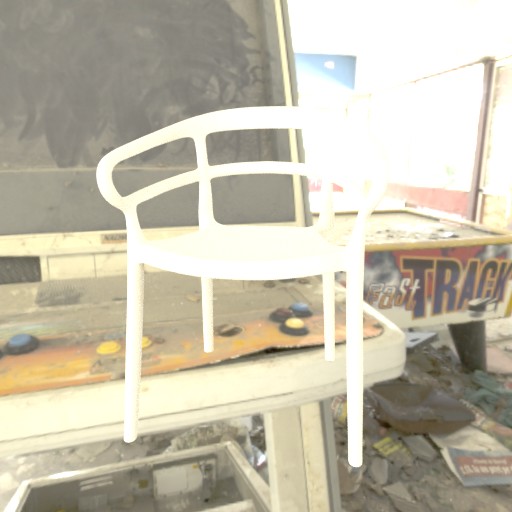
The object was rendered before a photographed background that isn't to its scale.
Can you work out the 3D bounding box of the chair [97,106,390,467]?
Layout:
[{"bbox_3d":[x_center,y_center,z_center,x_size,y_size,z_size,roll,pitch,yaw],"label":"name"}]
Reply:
[{"bbox_3d":[0.000,0.000,1.100,0.559,0.761,0.527,2,13,9],"label":"chair"}]
